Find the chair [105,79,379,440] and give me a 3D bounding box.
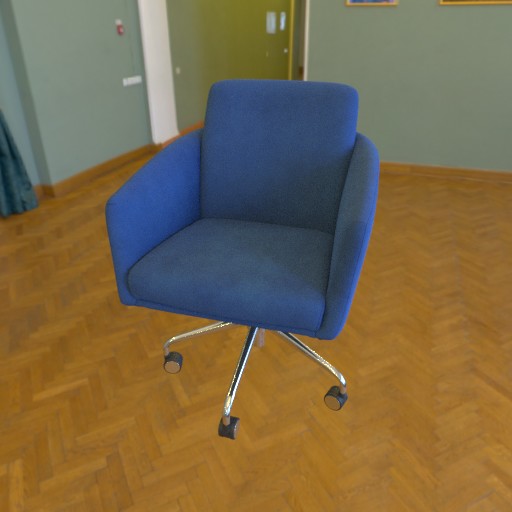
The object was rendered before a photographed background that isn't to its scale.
[{"bbox_3d":[0.000,0.000,1.299,0.641,0.908,0.635,8,29,15],"label":"chair"}]
